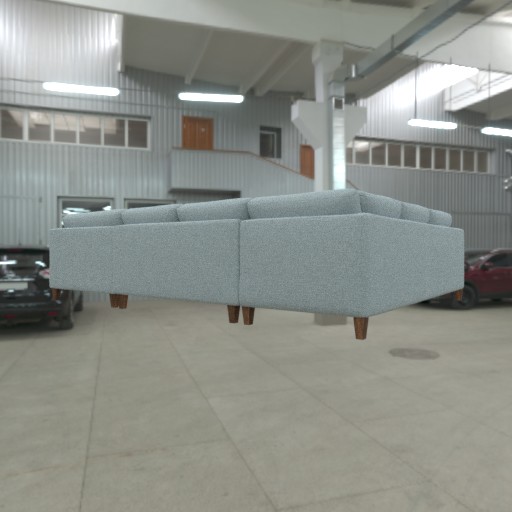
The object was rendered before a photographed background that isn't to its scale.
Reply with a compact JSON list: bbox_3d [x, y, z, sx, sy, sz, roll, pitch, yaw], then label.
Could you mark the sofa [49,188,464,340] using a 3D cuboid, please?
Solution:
[{"bbox_3d":[0.000,0.000,4.463,3.403,0.889,2.551,1,1,37],"label":"sofa"}]
